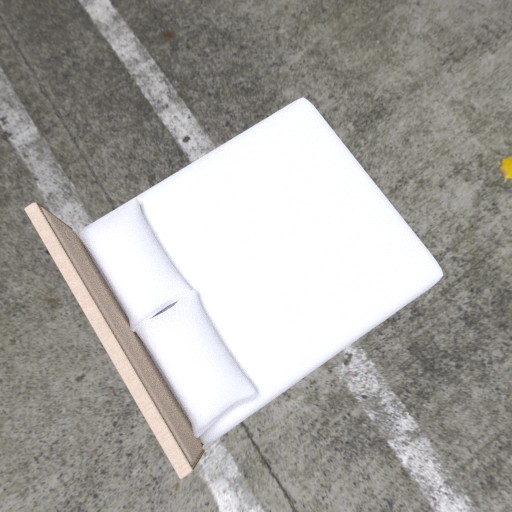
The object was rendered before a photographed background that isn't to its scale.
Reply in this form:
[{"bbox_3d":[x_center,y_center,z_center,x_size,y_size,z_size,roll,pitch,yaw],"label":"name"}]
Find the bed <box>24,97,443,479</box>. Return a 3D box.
[{"bbox_3d":[0.000,0.000,2.781,1.876,1.016,1.616,-33,78,-8],"label":"bed"}]
